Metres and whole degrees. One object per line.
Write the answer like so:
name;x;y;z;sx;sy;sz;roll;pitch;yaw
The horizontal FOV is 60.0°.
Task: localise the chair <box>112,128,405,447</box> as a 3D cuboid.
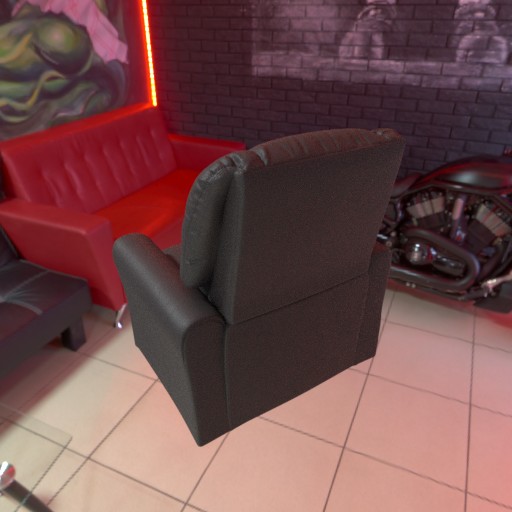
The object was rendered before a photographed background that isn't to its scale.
chair;0.000;0.000;1.134;0.610;0.709;0.521;-18;34;-29
